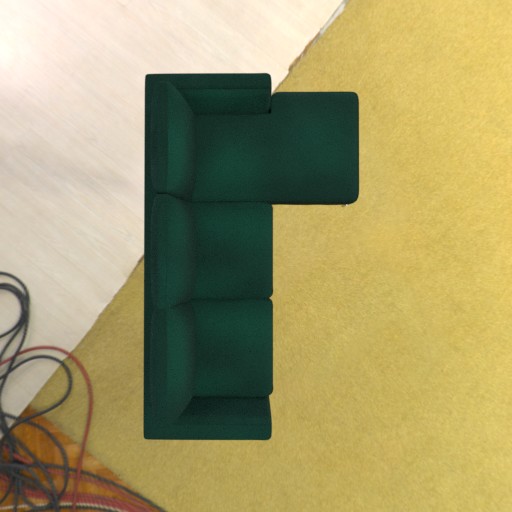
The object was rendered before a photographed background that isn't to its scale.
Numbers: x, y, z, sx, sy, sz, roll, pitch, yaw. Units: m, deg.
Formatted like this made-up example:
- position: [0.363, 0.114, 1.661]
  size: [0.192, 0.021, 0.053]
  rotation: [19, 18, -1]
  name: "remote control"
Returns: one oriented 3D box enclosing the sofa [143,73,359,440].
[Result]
- position: [0.000, 0.000, 3.175]
  size: [1.489, 1.007, 2.441]
  rotation: [0, 89, 0]
  name: "sofa"
